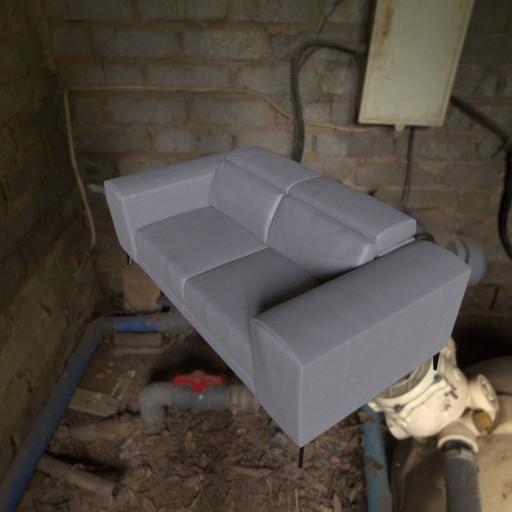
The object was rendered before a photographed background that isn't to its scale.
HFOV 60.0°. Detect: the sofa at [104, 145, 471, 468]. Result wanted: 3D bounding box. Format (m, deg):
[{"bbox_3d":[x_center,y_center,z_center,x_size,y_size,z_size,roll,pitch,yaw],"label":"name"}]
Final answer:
[{"bbox_3d":[0.000,0.000,2.447,1.003,0.779,1.895,-21,39,-29],"label":"sofa"}]
